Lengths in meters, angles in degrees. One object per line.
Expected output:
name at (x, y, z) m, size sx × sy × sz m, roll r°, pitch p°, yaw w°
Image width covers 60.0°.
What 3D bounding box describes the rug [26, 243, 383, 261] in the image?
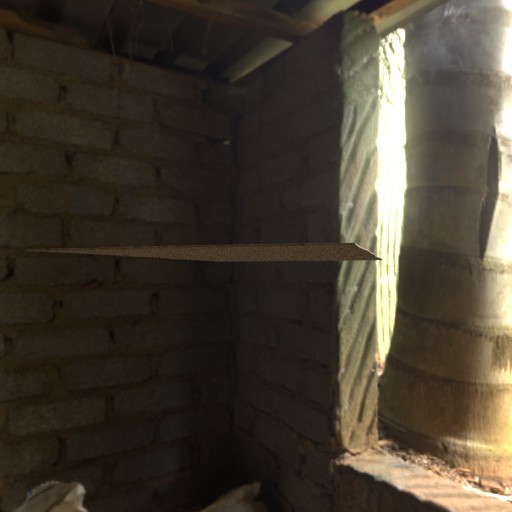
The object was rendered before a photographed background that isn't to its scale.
rug at (0.000, 0.000, 2.195) m, size 1.146 × 0.010 × 1.745 m, roll -1°, pitch -2°, yaw 18°
